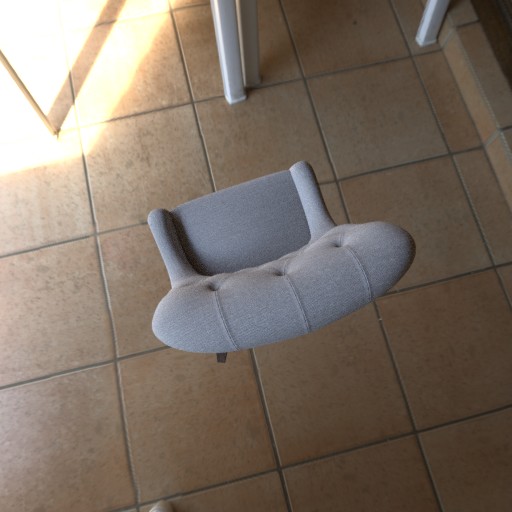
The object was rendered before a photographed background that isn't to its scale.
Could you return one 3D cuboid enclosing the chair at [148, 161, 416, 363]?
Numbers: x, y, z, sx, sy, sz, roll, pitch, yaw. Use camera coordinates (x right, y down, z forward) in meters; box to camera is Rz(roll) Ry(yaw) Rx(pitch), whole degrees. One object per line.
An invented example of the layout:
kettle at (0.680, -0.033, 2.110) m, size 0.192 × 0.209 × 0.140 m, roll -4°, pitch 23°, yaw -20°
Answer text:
chair at (0.000, 0.000, 1.472) m, size 0.634 × 1.091 × 0.629 m, roll -19°, pitch 76°, yaw -5°
